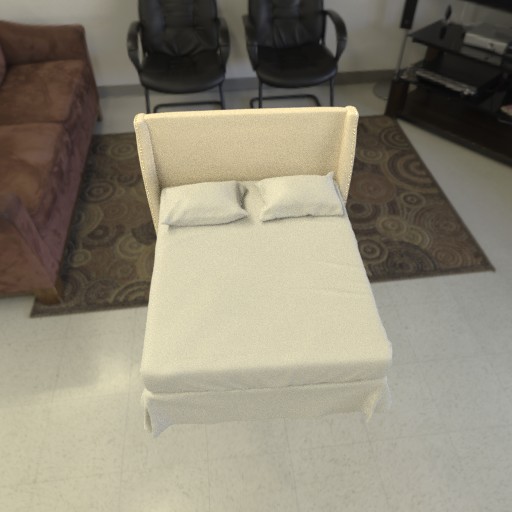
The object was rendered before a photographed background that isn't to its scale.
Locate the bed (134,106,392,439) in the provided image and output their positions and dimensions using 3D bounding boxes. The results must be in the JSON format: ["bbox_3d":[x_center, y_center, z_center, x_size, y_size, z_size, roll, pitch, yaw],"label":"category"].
[{"bbox_3d":[0.000,0.000,3.517,1.925,1.332,2.276,-3,47,-3],"label":"bed"}]
